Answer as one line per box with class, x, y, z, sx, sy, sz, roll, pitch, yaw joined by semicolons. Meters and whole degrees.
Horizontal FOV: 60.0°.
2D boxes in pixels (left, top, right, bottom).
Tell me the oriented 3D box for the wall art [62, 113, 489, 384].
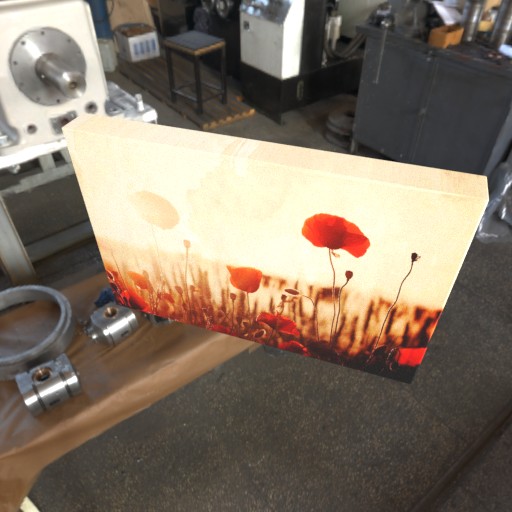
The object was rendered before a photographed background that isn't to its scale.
wall art;0.000;0.000;0.475;0.383;0.251;0.037;13;43;14
